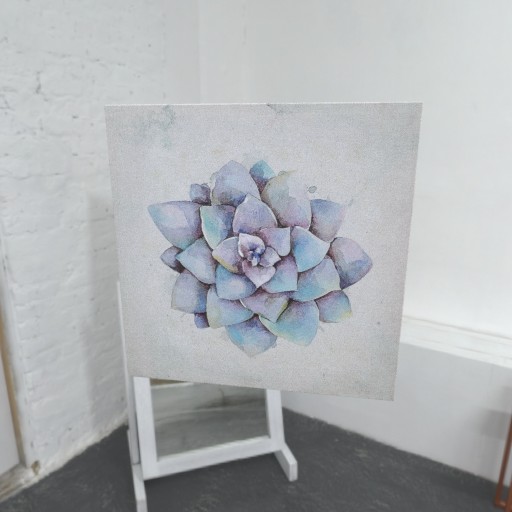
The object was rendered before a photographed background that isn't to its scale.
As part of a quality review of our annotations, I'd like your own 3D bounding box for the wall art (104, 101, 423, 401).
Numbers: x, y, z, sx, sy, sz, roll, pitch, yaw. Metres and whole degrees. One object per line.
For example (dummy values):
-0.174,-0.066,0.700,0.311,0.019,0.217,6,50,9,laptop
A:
0.000,0.000,0.941,0.612,0.612,0.040,3,16,9,wall art
